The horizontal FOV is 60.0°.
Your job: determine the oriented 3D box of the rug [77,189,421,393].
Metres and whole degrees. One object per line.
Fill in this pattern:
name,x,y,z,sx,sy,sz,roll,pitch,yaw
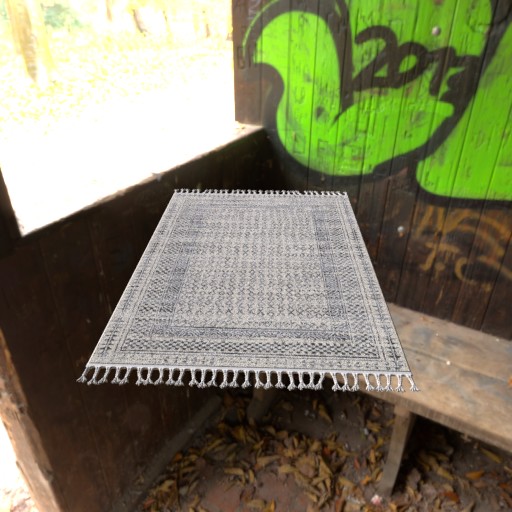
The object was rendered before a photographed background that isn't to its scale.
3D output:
rug,0.000,0.000,2.378,1.243,0.013,1.872,1,31,2
